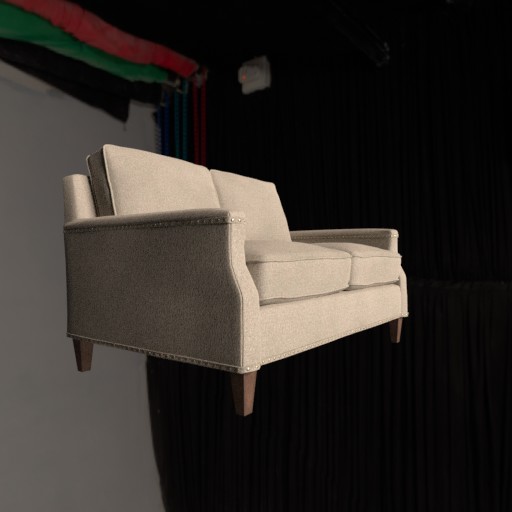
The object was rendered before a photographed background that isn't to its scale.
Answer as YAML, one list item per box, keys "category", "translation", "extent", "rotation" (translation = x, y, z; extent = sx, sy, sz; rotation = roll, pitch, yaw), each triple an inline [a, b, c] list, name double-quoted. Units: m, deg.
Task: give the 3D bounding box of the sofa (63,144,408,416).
- category: "sofa"
  translation: [0.000, 0.000, 2.276]
  extent: [1.084, 1.003, 1.597]
  rotation: [0, 0, 36]
